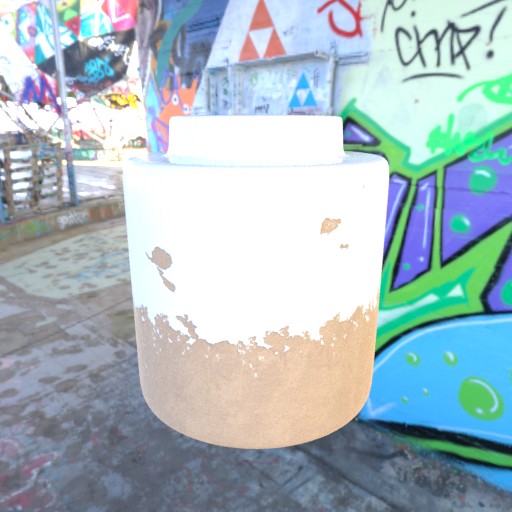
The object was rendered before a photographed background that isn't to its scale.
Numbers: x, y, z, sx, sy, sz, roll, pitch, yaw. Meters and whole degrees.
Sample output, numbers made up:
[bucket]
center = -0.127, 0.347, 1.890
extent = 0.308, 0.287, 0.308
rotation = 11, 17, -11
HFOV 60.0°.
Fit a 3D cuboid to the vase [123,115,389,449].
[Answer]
[vase]
center = 0.000, 0.000, 0.279
extent = 0.153, 0.167, 0.153
rotation = 0, 17, 0
